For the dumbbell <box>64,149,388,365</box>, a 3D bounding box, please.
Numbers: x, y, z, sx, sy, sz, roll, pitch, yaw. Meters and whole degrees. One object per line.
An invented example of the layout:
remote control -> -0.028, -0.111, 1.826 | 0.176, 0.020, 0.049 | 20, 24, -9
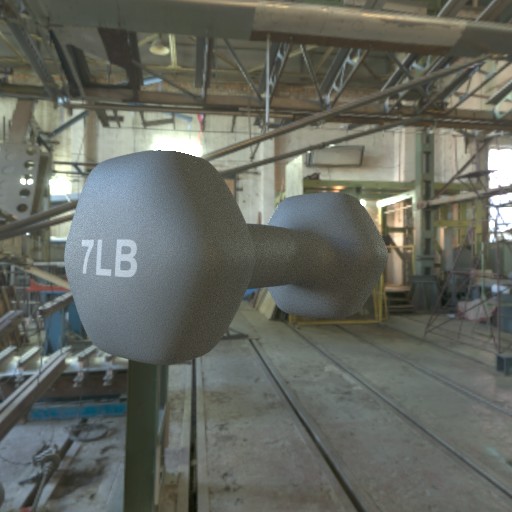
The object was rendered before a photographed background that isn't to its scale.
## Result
dumbbell -> 0.000, 0.000, 0.235 | 0.090, 0.081, 0.184 | 0, 0, 37
